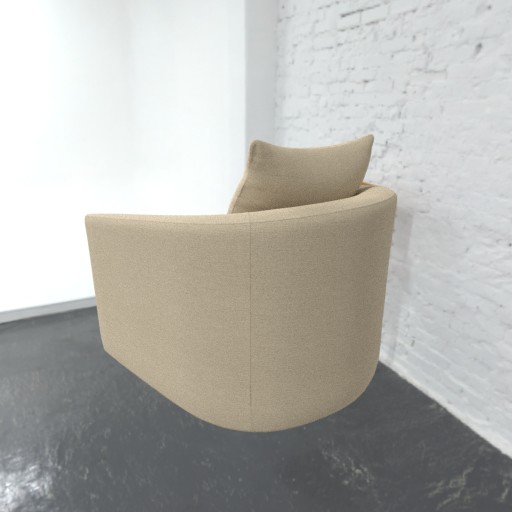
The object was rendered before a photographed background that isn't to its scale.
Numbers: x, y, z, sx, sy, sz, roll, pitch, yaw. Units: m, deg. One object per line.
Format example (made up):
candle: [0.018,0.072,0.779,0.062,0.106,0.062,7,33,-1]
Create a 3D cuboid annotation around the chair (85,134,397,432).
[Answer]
chair: [0.000,0.000,1.586,0.910,0.848,0.845,17,24,42]
